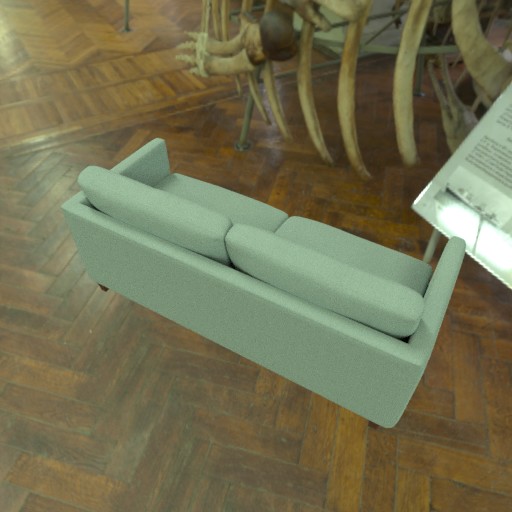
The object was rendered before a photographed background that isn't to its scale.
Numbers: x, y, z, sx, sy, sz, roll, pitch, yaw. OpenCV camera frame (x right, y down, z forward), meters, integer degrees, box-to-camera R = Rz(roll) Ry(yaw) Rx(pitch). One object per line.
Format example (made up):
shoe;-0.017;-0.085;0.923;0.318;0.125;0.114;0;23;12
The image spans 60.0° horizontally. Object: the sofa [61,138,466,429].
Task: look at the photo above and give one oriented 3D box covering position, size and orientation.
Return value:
sofa;0.000;0.000;2.740;2.208;0.965;0.951;22;49;20
